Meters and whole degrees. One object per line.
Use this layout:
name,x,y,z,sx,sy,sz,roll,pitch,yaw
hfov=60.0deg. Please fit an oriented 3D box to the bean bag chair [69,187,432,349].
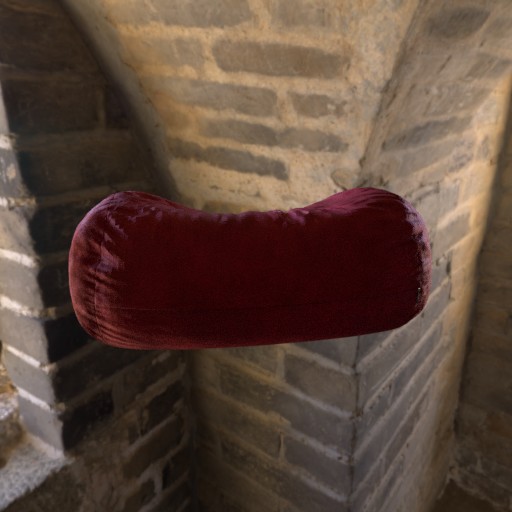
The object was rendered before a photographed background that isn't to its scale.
bean bag chair,0.000,0.000,2.882,2.293,0.867,1.216,-2,16,-9
